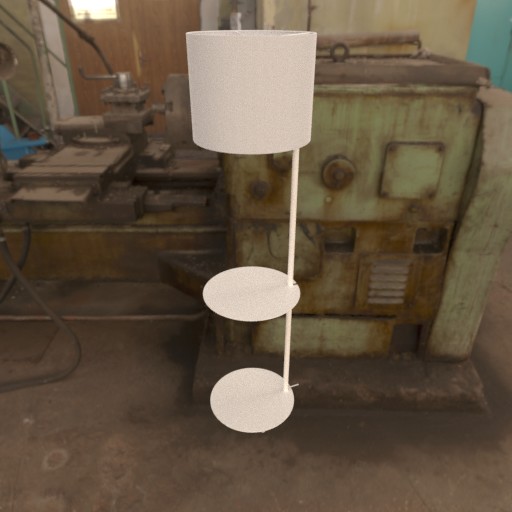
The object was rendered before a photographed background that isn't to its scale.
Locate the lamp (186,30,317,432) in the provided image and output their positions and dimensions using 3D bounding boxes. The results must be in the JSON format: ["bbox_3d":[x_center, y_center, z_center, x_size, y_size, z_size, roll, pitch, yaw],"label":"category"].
[{"bbox_3d":[0.000,0.000,1.626,0.405,1.465,0.372,-8,30,-15],"label":"lamp"}]
